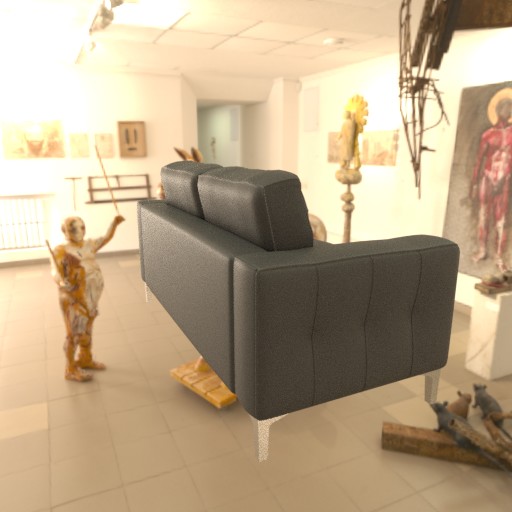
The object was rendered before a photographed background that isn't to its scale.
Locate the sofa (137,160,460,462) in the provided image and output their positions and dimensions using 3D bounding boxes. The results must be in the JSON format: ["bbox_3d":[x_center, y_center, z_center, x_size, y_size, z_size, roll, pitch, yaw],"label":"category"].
[{"bbox_3d":[0.000,0.000,2.179,0.833,0.893,1.726,-7,16,-25],"label":"sofa"}]
